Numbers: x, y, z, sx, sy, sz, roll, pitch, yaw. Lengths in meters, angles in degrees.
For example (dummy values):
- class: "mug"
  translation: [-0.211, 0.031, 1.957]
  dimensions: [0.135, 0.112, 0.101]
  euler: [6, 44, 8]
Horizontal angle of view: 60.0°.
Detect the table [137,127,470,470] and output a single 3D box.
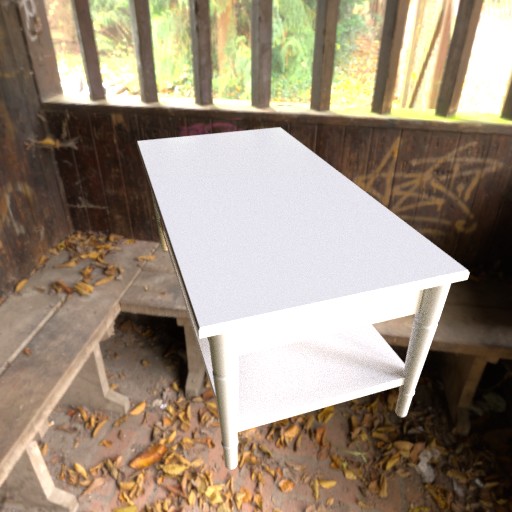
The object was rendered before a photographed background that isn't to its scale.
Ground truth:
- class: "table"
  translation: [0.000, 0.000, 1.372]
  dimensions: [0.559, 0.457, 1.067]
  euler: [-10, 34, -15]
